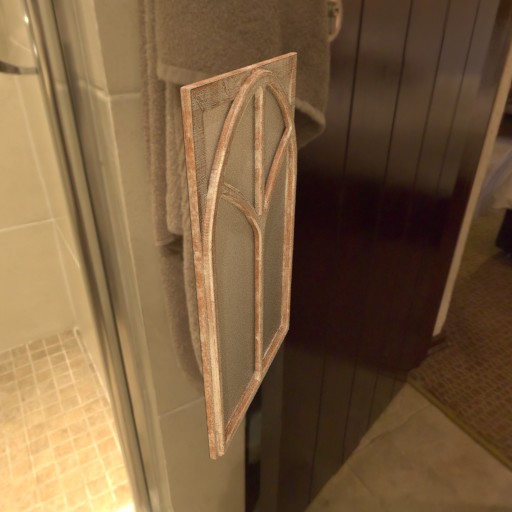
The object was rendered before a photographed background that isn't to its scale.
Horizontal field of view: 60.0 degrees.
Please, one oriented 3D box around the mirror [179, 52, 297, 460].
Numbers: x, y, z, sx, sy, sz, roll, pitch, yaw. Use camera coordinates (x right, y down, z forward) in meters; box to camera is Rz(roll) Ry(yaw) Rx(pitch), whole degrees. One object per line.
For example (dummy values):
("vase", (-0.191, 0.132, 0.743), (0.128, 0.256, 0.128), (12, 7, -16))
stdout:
("mirror", (0.000, 0.000, 0.992), (0.058, 0.787, 0.495), (11, 32, 19))
